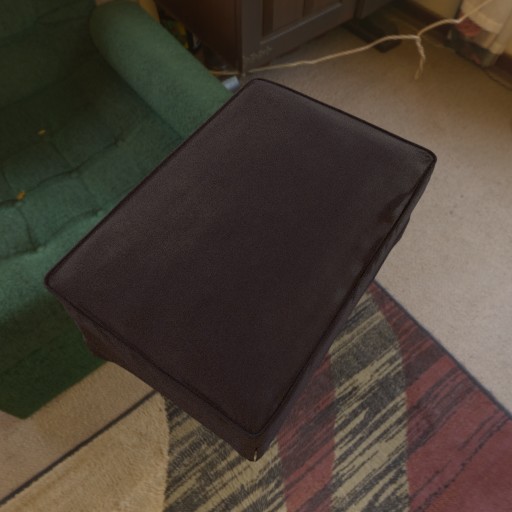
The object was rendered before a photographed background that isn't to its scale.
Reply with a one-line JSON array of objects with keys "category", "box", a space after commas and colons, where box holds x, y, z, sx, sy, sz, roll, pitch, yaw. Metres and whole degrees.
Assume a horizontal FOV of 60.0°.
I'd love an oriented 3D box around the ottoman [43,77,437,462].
[{"category": "ottoman", "box": [0.000, 0.000, 1.290, 0.637, 0.503, 0.938, 30, 64, 17]}]
